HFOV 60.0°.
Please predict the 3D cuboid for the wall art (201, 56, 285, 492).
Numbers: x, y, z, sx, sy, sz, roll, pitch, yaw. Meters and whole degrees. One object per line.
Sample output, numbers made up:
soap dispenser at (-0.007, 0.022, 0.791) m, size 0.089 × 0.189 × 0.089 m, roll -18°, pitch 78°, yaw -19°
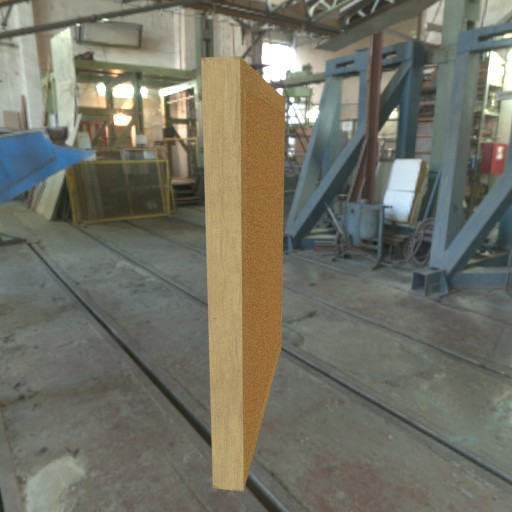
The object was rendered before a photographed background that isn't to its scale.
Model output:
wall art at (0.000, 0.000, 0.523) m, size 0.030 × 0.380 × 0.312 m, roll 2°, pitch 14°, yaw 9°
